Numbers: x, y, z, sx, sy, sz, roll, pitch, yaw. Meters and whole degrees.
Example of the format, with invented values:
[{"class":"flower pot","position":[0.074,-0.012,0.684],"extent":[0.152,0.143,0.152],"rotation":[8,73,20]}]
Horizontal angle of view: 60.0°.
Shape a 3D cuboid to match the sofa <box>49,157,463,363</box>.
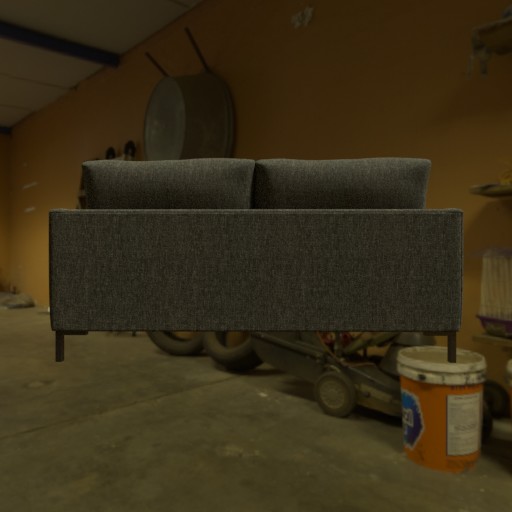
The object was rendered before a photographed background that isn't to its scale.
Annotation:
[{"class":"sofa","position":[0.000,0.000,2.219],"extent":[1.716,0.862,0.866],"rotation":[0,0,1]}]
